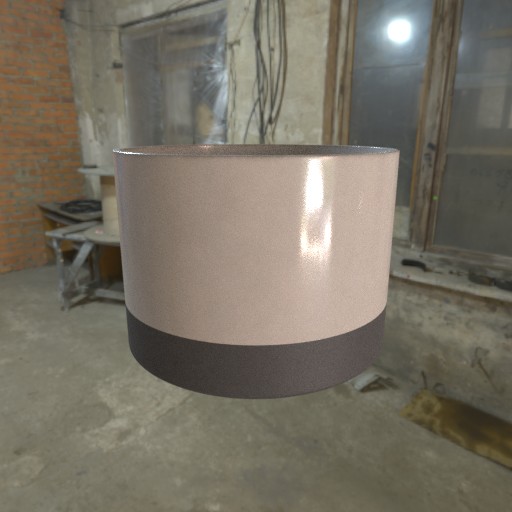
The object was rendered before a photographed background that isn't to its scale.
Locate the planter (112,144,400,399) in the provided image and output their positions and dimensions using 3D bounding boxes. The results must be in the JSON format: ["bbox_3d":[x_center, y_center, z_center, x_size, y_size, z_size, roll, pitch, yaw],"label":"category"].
[{"bbox_3d":[0.000,0.000,0.221,0.128,0.105,0.128,0,16,0],"label":"planter"}]
